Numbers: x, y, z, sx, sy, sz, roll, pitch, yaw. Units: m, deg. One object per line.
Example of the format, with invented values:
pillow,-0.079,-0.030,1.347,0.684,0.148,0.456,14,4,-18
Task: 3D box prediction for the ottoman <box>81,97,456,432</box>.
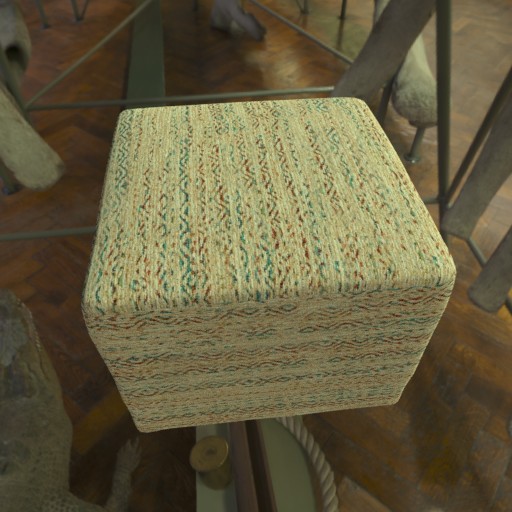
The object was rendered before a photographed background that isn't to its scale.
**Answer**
ottoman,0.000,0.000,0.885,0.521,0.453,0.512,-5,47,-4
